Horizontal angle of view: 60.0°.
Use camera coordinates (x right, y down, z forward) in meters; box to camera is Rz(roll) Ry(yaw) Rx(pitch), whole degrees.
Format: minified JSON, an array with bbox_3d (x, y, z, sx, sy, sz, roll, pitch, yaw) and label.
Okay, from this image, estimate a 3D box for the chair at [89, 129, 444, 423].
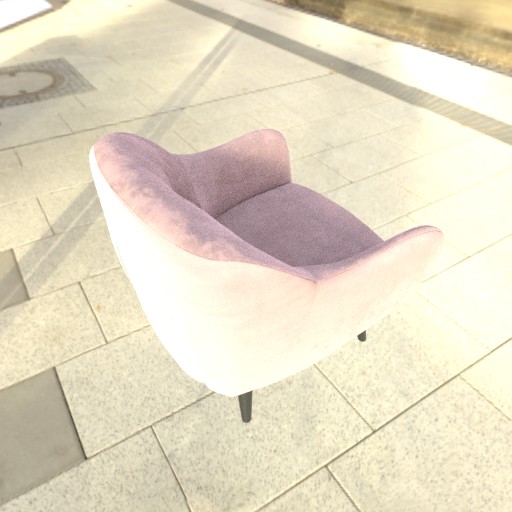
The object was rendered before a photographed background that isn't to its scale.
[{"bbox_3d":[0.000,0.000,1.480,0.820,0.820,0.840,-24,46,-25],"label":"chair"}]
